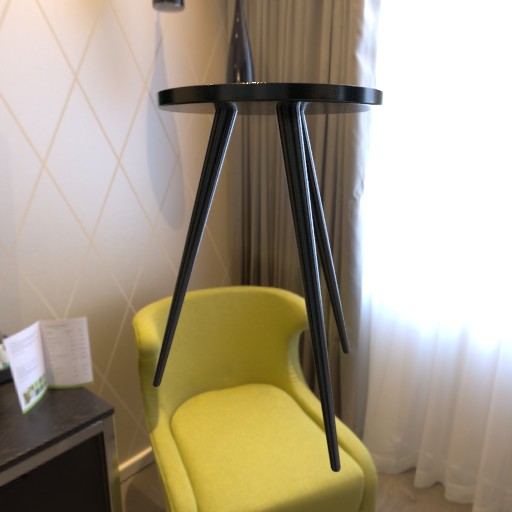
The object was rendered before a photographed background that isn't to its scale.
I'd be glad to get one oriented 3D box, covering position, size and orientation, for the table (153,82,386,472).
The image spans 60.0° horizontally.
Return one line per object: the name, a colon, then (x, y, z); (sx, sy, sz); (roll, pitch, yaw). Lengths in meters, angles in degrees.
table: (0.000, 0.000, 0.804); (0.415, 0.548, 0.403); (3, 15, 10)
